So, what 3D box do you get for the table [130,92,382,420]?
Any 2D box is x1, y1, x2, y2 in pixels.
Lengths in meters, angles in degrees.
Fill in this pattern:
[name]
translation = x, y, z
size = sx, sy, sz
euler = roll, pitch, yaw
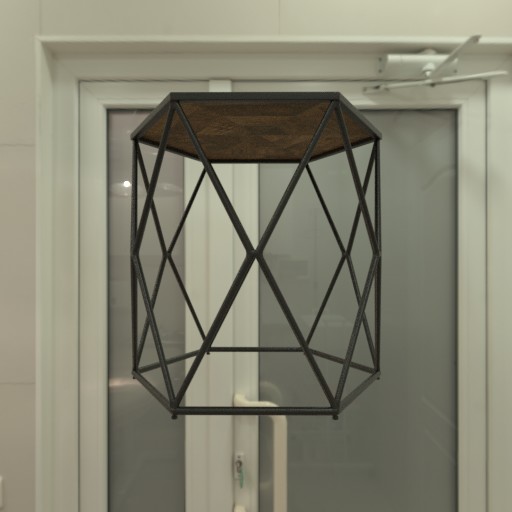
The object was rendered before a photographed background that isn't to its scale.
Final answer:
[table]
translation = 0.000, 0.000, 1.019
size = 0.578, 0.564, 0.579
euler = 0, 0, 0
